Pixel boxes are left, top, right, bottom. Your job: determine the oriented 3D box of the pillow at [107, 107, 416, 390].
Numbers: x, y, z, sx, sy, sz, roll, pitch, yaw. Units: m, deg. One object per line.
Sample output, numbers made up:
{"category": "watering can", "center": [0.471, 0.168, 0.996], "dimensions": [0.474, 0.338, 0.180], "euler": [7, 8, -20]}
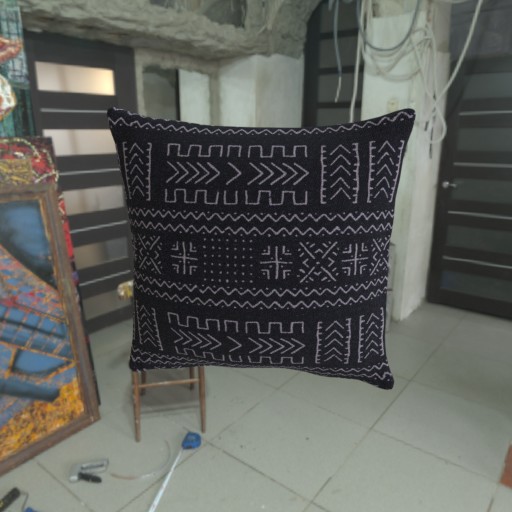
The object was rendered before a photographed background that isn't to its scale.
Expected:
{"category": "pillow", "center": [0.000, 0.000, 0.671], "dimensions": [0.438, 0.430, 0.164], "euler": [2, 16, 8]}
